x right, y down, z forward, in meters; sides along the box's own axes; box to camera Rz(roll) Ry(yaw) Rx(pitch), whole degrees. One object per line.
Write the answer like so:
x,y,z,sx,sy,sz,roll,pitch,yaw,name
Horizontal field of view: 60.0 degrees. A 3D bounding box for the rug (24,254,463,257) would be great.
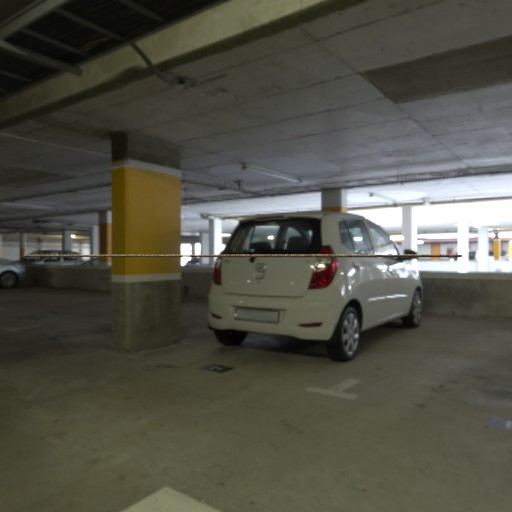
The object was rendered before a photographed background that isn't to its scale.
0.000,0.000,2.897,2.283,0.013,1.547,0,0,18,rug
